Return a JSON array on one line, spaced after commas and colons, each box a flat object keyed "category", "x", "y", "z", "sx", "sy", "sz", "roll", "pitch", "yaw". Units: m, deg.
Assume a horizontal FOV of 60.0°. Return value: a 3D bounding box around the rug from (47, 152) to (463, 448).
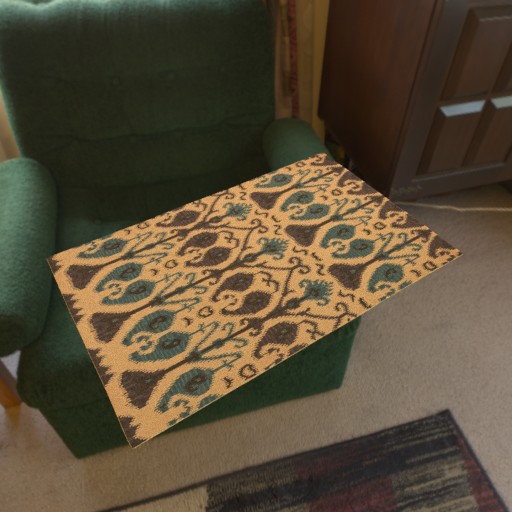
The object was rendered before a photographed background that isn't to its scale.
[{"category": "rug", "x": 0.000, "y": 0.000, "z": 2.128, "sx": 1.698, "sy": 0.013, "sz": 1.072, "roll": -25, "pitch": 50, "yaw": -23}]
